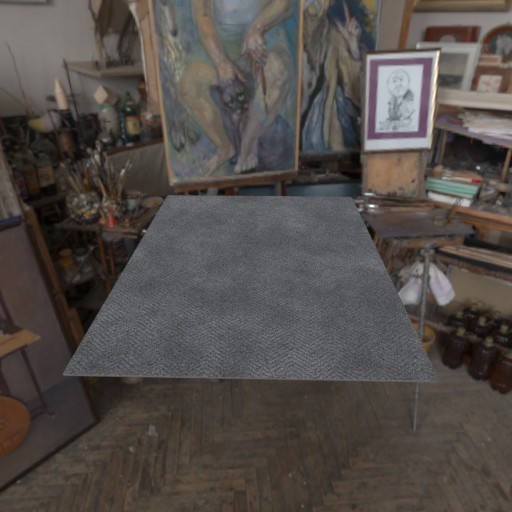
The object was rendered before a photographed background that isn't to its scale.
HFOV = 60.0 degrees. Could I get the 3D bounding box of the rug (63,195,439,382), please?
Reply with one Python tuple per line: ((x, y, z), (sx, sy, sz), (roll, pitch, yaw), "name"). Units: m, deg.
((0.000, 0.000, 2.867), (1.600, 0.008, 2.235), (1, 28, 1), "rug")
